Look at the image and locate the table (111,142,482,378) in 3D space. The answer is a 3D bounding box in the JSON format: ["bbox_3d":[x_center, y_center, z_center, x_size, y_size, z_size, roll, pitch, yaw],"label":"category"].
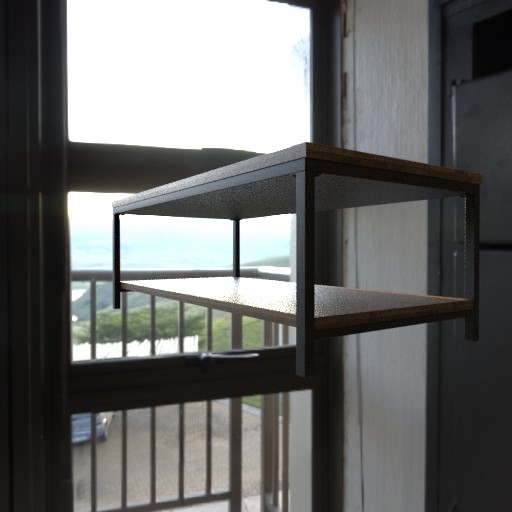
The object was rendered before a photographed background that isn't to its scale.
[{"bbox_3d":[0.000,0.000,1.354,0.551,0.399,1.100,0,1,-34],"label":"table"}]
